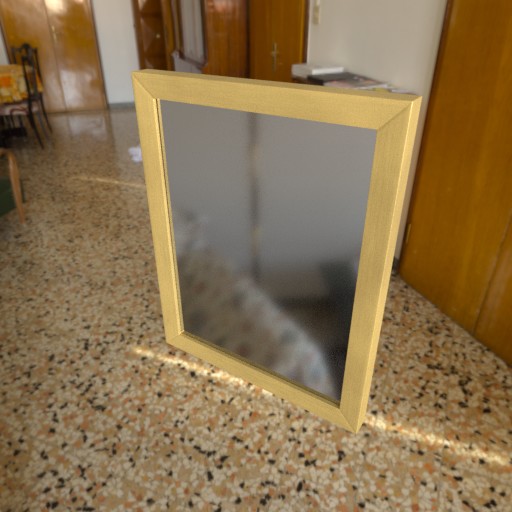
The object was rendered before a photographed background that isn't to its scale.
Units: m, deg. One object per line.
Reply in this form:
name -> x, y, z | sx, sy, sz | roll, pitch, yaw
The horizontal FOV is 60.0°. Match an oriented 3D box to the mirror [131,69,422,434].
mirror -> 0.000, 0.000, 0.686 | 0.405, 0.508, 0.041 | 18, 34, 28
